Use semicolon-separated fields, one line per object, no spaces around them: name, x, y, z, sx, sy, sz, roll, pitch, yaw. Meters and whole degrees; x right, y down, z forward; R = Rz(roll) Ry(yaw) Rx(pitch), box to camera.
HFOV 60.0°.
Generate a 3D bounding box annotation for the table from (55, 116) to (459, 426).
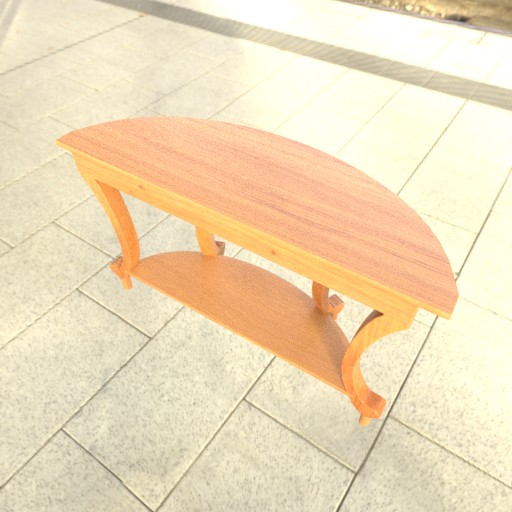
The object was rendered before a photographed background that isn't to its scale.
table;0.000;0.000;1.489;1.198;0.692;0.394;25;52;22
